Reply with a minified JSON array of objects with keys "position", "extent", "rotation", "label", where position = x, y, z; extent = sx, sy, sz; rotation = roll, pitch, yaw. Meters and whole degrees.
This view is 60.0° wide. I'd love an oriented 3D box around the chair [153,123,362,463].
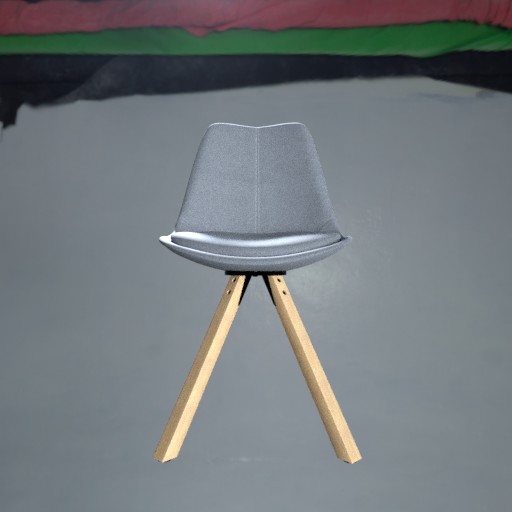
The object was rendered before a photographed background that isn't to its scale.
[{"position":[0.000,0.000,1.166],"extent":[0.474,0.863,0.549],"rotation":[0,-1,1],"label":"chair"}]
